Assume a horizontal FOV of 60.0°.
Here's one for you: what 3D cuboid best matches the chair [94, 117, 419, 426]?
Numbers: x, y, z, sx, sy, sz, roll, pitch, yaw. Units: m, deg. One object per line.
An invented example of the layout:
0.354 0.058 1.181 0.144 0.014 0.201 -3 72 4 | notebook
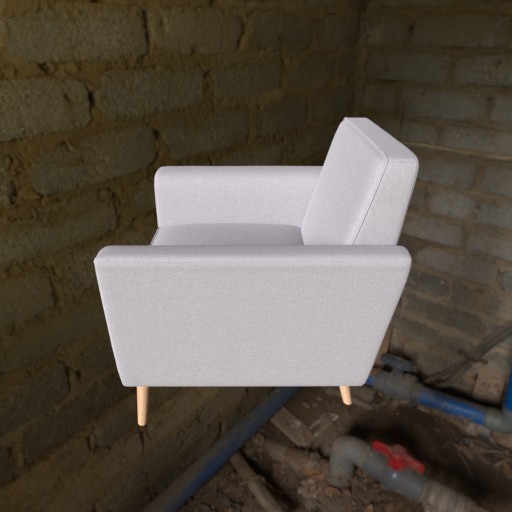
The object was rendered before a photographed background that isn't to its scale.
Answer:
0.000 0.000 1.415 0.750 0.780 0.780 0 27 0 | chair
